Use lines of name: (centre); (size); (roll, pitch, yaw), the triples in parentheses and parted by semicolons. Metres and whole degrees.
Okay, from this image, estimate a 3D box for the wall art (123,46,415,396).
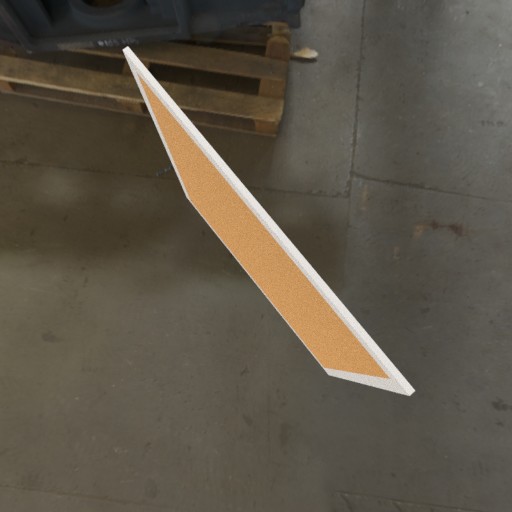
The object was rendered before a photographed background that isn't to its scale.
wall art: (0.000, 0.000, 0.810); (0.009, 0.559, 0.558); (-38, 80, -8)
